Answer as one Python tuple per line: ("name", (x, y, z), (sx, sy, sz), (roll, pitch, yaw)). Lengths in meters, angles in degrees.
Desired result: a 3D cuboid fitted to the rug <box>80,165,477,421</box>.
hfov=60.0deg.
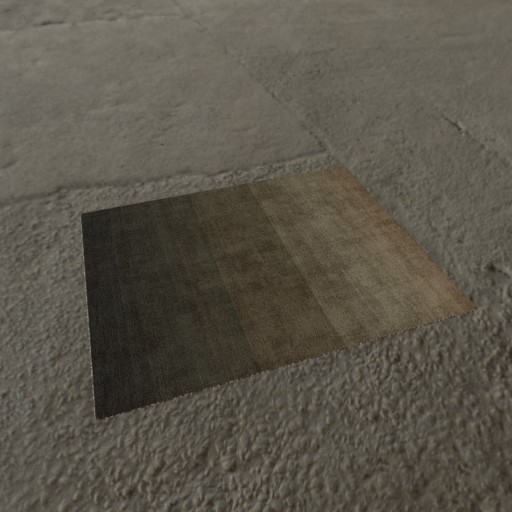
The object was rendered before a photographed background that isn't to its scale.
("rug", (0.000, 0.000, 3.928), (2.902, 0.017, 2.306), (-13, 43, -14))
